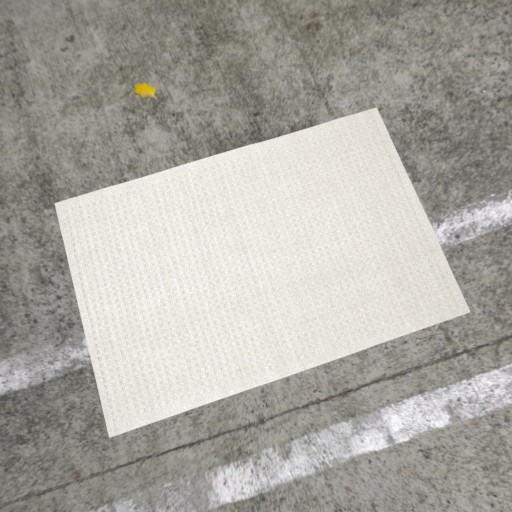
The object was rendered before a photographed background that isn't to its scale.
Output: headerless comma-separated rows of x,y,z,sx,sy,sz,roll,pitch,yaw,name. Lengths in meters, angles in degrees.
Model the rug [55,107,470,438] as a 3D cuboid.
0.000,0.000,2.825,2.289,0.006,1.523,-18,75,-5,rug
